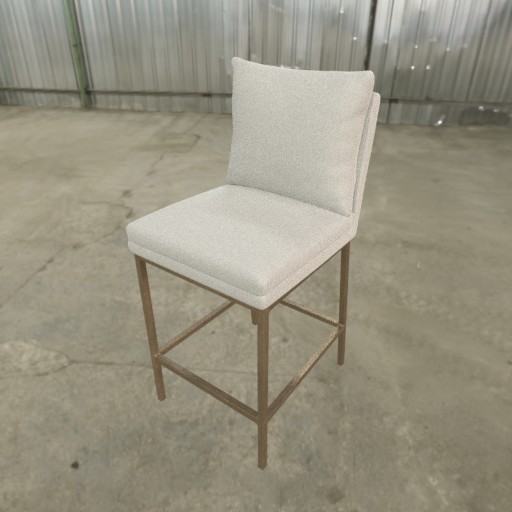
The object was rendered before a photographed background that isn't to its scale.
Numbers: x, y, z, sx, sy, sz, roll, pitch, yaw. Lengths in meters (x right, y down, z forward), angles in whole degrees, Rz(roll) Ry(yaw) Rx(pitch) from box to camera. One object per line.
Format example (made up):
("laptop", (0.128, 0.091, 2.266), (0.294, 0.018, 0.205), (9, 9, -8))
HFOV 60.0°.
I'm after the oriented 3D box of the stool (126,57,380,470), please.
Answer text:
("stool", (0.000, 0.000, 1.325), (0.463, 1.032, 0.572), (21, 36, 31))
